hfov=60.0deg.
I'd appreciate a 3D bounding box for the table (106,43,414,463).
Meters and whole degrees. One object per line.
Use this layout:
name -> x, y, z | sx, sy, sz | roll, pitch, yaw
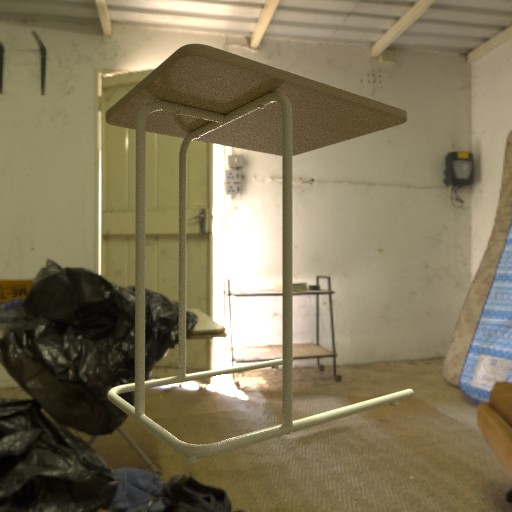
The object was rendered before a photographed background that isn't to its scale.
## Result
table -> 0.000, 0.000, 0.856 | 0.480, 0.550, 0.370 | 1, -1, -36
